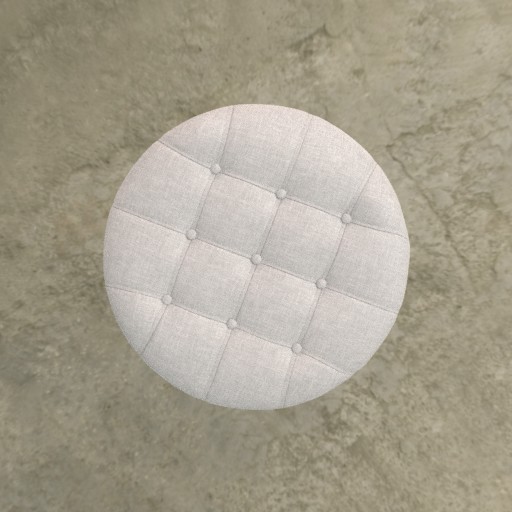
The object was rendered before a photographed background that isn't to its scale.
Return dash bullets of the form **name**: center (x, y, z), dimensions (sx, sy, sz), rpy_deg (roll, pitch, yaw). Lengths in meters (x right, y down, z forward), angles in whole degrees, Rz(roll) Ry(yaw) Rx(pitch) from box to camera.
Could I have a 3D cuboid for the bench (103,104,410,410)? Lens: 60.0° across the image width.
- **bench**: center (0.000, 0.000, 1.022), dimensions (0.600, 0.453, 0.600), rpy_deg (0, 92, 0)
